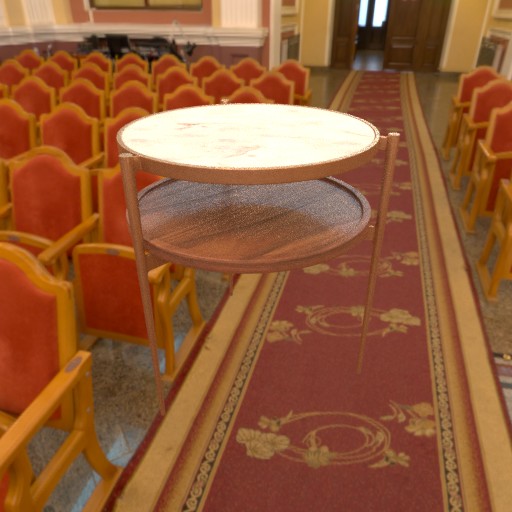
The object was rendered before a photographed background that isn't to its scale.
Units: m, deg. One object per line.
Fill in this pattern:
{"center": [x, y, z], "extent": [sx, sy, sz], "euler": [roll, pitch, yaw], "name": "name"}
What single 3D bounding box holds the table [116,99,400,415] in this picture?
{"center": [0.000, 0.000, 0.849], "extent": [0.456, 0.493, 0.430], "euler": [8, 30, 13], "name": "table"}
